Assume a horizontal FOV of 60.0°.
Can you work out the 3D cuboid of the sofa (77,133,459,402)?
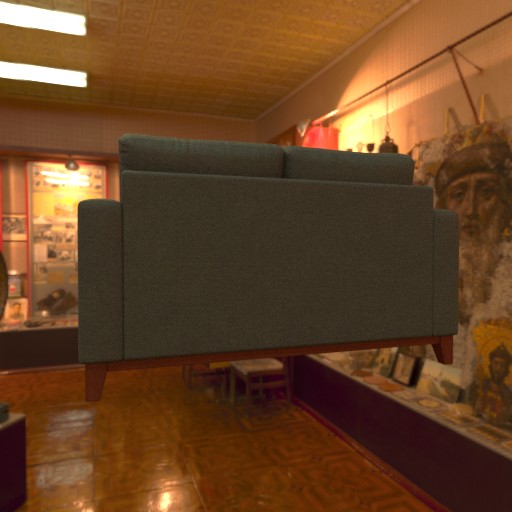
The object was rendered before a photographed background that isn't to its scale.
[{"bbox_3d":[0.000,0.000,2.060,1.489,0.903,0.955,0,1,-18],"label":"sofa"}]
